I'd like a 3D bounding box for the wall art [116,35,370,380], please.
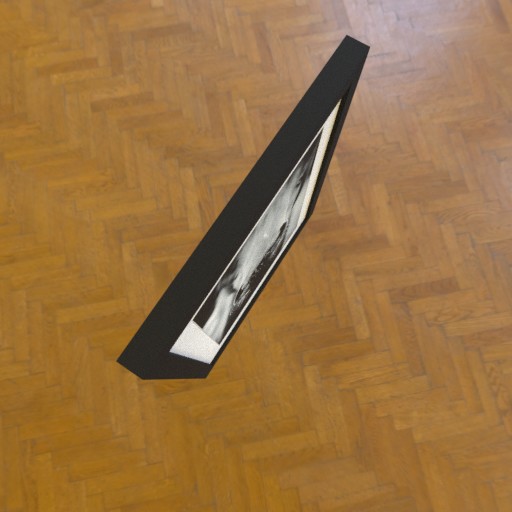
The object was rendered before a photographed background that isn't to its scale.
[{"bbox_3d":[0.000,0.000,0.752,0.033,0.559,0.457,32,77,8],"label":"wall art"}]
